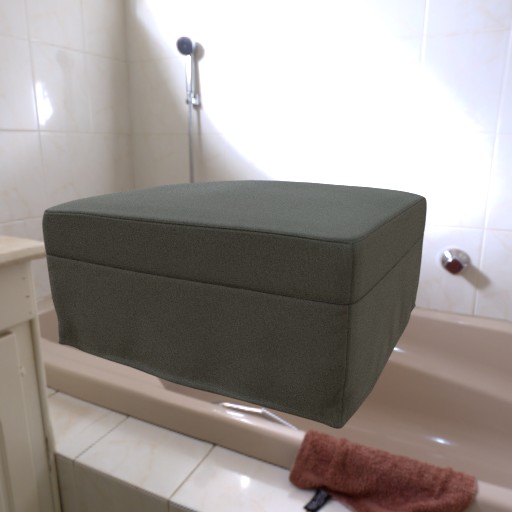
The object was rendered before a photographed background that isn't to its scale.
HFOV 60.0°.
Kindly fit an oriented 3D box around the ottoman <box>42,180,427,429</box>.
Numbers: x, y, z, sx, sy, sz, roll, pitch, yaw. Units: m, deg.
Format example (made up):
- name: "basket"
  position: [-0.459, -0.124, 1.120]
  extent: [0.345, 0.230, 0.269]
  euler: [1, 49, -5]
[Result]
- name: "ottoman"
  position: [0.000, 0.000, 1.322]
  extent: [0.843, 0.441, 0.842]
  euler: [7, 16, 28]
